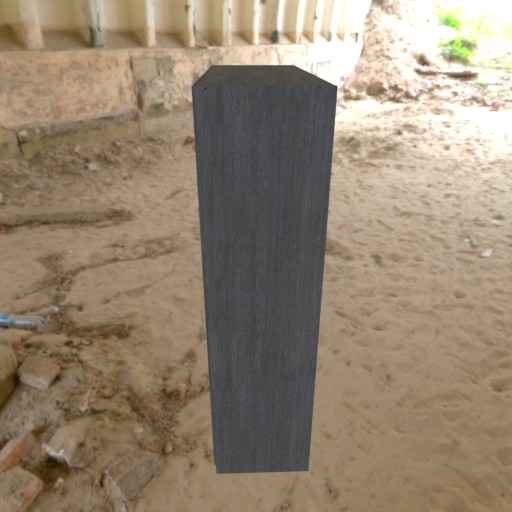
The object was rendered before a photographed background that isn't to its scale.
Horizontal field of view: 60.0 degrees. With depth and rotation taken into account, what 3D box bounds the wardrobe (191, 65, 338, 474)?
[{"bbox_3d":[0.000,0.000,2.493,0.510,1.910,1.290,-1,26,-2],"label":"wardrobe"}]
